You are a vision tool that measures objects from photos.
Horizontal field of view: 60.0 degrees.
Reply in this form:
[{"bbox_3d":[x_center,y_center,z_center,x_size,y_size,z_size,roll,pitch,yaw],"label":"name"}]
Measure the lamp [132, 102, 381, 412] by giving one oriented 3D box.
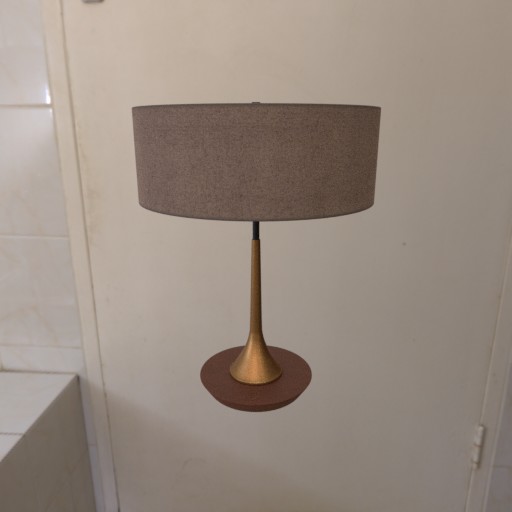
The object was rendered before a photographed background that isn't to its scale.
[{"bbox_3d":[0.000,0.000,0.839,0.417,0.551,0.396,2,17,7],"label":"lamp"}]
